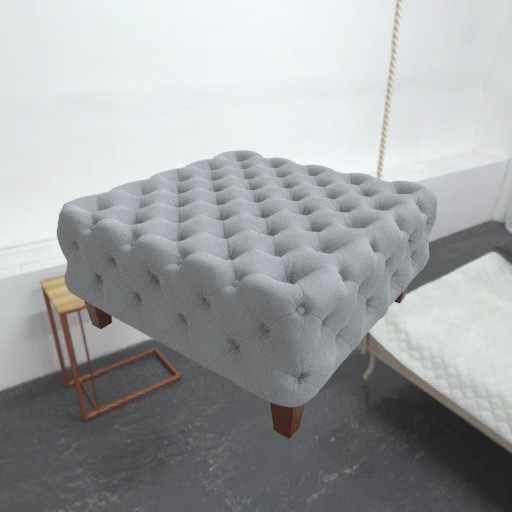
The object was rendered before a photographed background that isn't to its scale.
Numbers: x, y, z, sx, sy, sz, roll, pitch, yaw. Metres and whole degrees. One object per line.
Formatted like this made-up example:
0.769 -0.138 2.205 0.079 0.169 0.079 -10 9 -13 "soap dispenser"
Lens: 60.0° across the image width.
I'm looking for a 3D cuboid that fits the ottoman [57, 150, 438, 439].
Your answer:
0.000 0.000 1.216 0.764 0.365 0.758 19 33 32 "ottoman"
